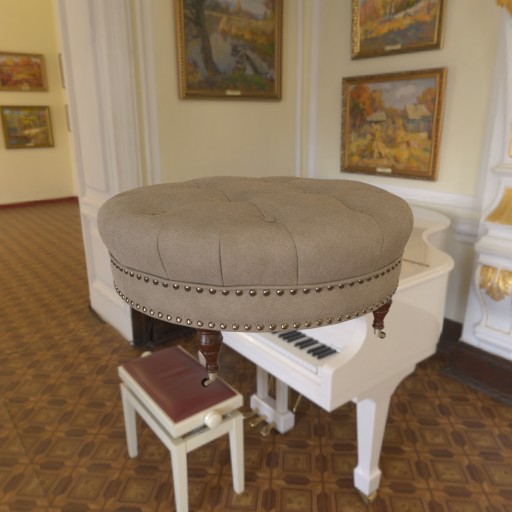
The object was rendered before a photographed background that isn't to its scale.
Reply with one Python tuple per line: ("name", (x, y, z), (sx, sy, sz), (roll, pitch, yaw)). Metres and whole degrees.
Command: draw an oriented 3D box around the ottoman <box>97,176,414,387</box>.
("ottoman", (0.000, 0.000, 1.367), (0.901, 0.439, 0.901), (0, 17, 0))
